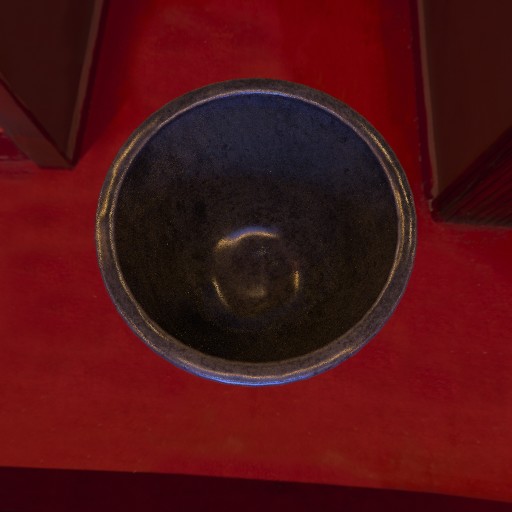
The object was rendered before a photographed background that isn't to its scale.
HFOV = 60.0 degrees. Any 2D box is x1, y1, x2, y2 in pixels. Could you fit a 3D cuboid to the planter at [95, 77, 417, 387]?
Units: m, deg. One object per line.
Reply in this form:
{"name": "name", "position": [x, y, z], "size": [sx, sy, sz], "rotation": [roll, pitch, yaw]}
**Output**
{"name": "planter", "position": [0.000, 0.000, 0.357], "size": [0.197, 0.191, 0.197], "rotation": [0, 76, 0]}
